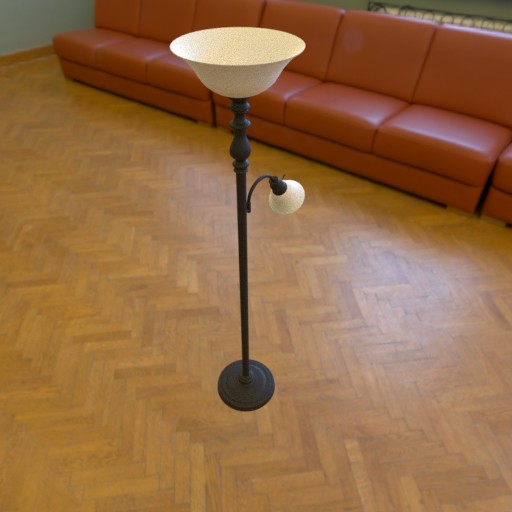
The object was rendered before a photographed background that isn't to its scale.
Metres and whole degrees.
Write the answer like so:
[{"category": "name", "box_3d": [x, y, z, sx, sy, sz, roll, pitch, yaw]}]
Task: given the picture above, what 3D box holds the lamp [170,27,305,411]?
[{"category": "lamp", "box_3d": [0.000, 0.000, 1.968, 0.405, 1.793, 0.588, 26, 46, 27]}]
